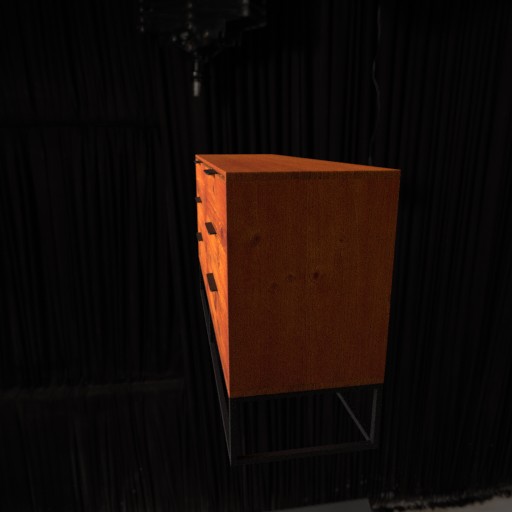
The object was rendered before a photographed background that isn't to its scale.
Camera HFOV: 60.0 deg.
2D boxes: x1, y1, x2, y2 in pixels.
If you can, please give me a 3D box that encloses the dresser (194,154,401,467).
[{"bbox_3d":[0.000,0.000,1.902,0.464,0.810,1.536,-3,15,-10],"label":"dresser"}]
